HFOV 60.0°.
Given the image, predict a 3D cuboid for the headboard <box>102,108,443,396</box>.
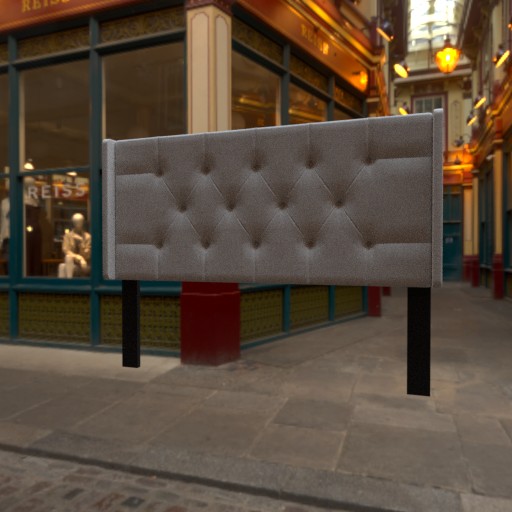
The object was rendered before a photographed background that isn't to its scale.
[{"bbox_3d":[0.000,0.000,2.655,2.051,1.524,0.184,0,1,18],"label":"headboard"}]
